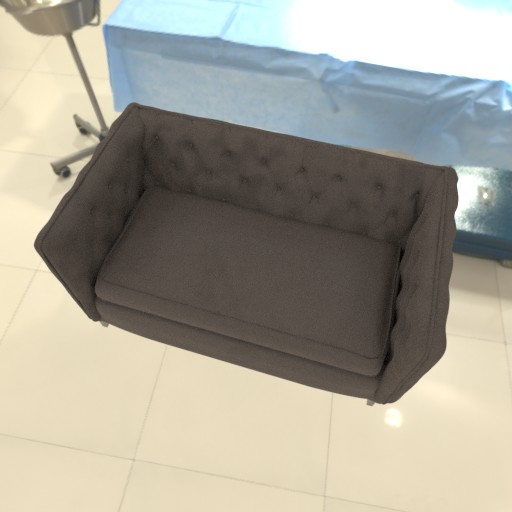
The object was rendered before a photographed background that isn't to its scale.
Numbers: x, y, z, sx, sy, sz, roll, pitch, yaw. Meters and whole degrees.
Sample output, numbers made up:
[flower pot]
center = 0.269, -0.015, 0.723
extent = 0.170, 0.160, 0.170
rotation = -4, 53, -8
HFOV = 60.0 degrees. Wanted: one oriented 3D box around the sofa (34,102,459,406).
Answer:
[sofa]
center = 0.000, 0.000, 2.098
extent = 1.583, 0.810, 0.909
rotation = 14, 59, 9
